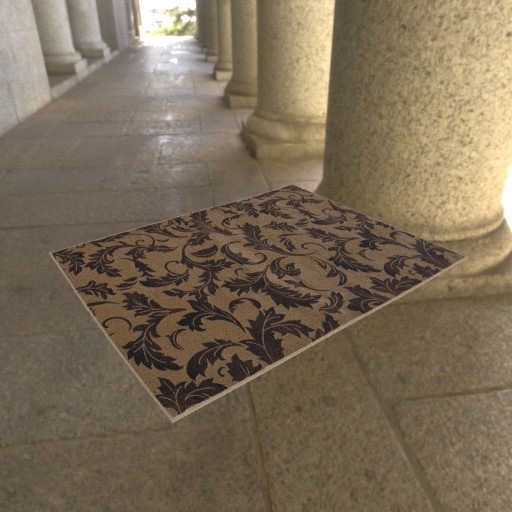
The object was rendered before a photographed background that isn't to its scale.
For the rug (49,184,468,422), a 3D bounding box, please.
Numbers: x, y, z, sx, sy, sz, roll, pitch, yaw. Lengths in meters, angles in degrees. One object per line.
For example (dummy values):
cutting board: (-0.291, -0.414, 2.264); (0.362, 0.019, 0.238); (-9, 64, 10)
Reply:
rug: (0.000, 0.000, 3.989); (2.977, 0.008, 2.380); (-21, 35, -32)
